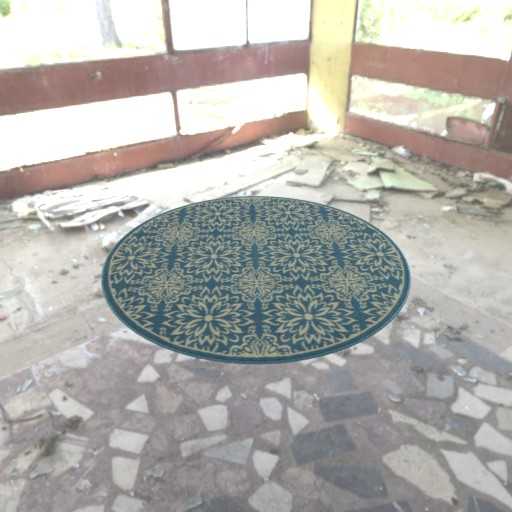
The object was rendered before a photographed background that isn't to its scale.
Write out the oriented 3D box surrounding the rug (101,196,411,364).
[{"bbox_3d":[0.000,0.000,2.377,1.593,0.012,1.593,0,31,0],"label":"rug"}]
